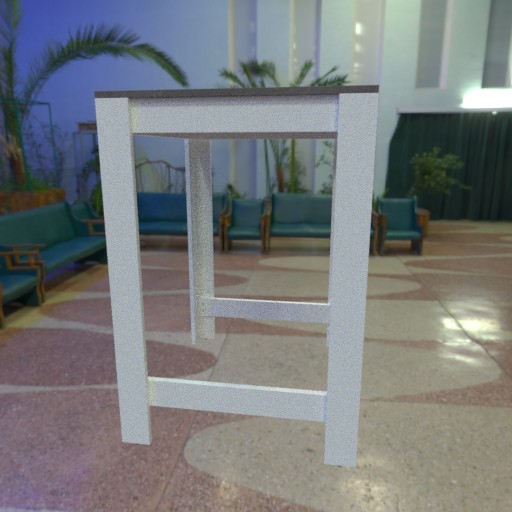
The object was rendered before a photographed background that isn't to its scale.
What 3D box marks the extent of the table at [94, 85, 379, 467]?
[{"bbox_3d":[0.000,0.000,1.569,0.700,1.020,0.800,2,14,9],"label":"table"}]
